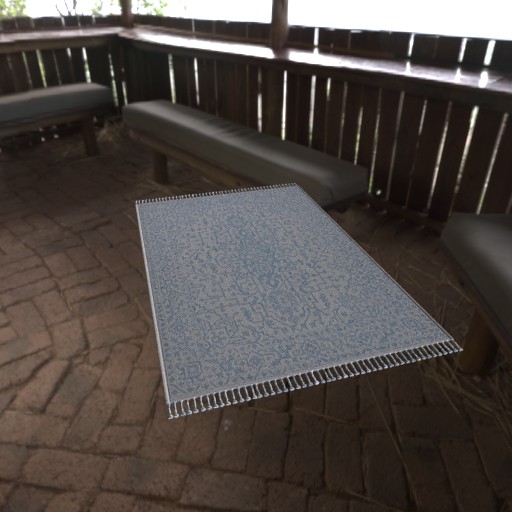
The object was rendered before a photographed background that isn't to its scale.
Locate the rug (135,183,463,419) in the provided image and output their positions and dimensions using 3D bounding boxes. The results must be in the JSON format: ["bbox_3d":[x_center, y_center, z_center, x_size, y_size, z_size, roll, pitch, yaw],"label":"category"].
[{"bbox_3d":[0.000,0.000,3.119,1.524,0.010,2.438,-9,32,-14],"label":"rug"}]
